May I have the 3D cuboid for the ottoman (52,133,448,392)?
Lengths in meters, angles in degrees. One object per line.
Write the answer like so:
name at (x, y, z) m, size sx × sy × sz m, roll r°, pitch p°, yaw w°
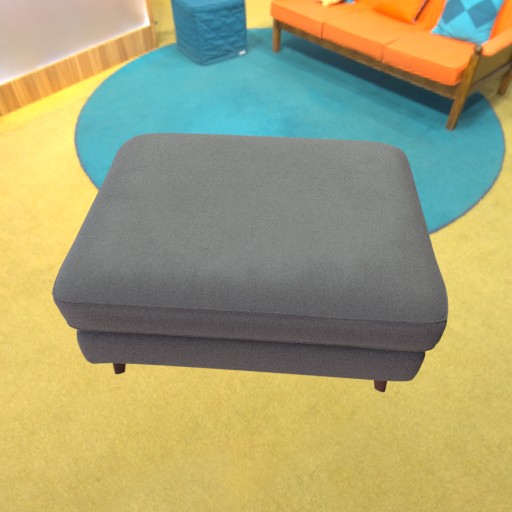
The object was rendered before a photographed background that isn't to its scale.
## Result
ottoman at (0.000, 0.000, 1.165) m, size 0.811 × 0.449 × 0.608 m, roll 3°, pitch 48°, yaw 3°
